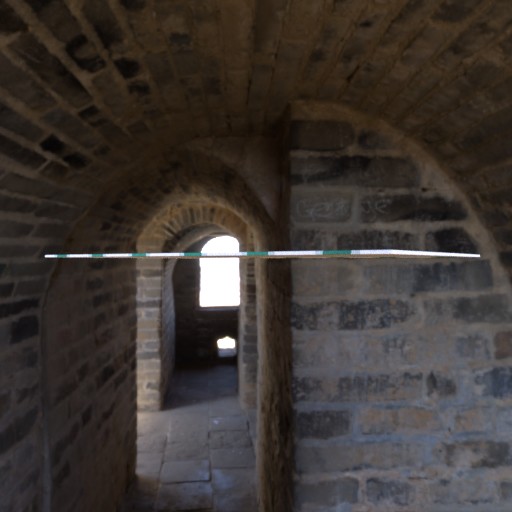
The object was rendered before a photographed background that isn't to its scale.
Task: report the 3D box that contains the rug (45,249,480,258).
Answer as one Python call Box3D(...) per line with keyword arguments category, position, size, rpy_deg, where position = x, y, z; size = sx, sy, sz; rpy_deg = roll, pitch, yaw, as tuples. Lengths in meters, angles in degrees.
Box3D(category="rug", position=(0.000, 0.000, 2.228), size=(1.829, 0.012, 1.210), rpy_deg=(0, -1, 37))
